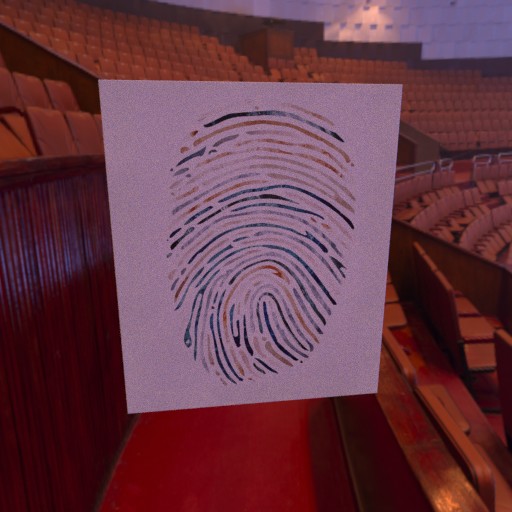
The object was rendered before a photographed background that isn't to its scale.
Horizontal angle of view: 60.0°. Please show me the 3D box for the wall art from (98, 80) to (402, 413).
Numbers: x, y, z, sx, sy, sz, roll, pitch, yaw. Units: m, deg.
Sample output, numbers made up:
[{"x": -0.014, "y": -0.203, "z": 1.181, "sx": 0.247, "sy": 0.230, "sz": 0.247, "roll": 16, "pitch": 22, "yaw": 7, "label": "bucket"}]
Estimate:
[{"x": 0.000, "y": 0.000, "z": 0.830, "sx": 0.508, "sy": 0.606, "sz": 0.037, "roll": -2, "pitch": 16, "yaw": -8, "label": "wall art"}]
